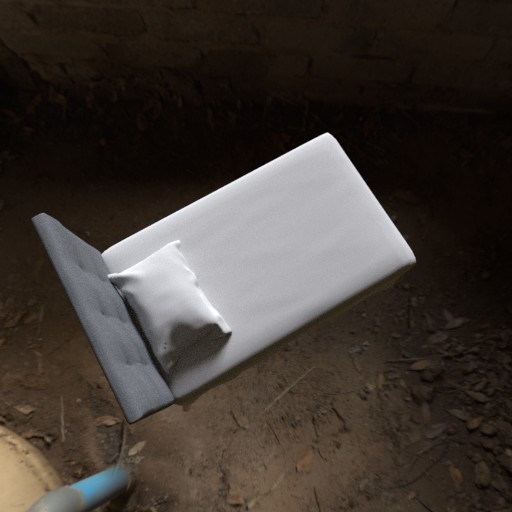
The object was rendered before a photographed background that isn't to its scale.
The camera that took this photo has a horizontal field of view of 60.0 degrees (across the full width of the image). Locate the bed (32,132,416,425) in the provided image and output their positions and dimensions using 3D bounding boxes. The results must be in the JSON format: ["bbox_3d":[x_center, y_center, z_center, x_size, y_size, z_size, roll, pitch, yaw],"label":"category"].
[{"bbox_3d":[0.000,0.000,2.973,1.997,1.571,1.261,-29,78,-7],"label":"bed"}]
